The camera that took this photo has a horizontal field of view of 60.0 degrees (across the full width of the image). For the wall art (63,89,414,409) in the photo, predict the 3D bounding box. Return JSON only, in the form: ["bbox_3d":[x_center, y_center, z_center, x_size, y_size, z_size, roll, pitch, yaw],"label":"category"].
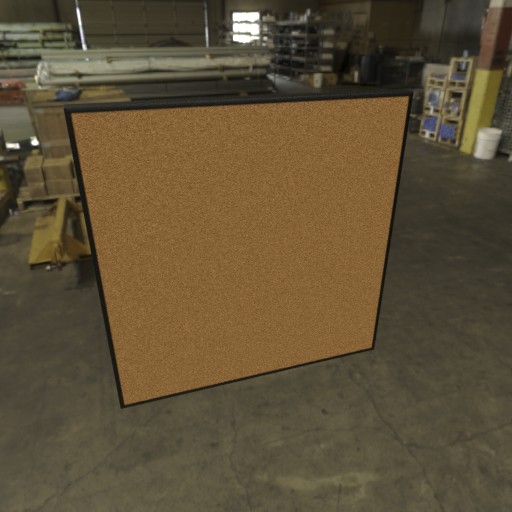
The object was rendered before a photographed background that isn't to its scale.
[{"bbox_3d":[0.000,0.000,1.125,0.769,0.766,0.042,-9,28,-16],"label":"wall art"}]
